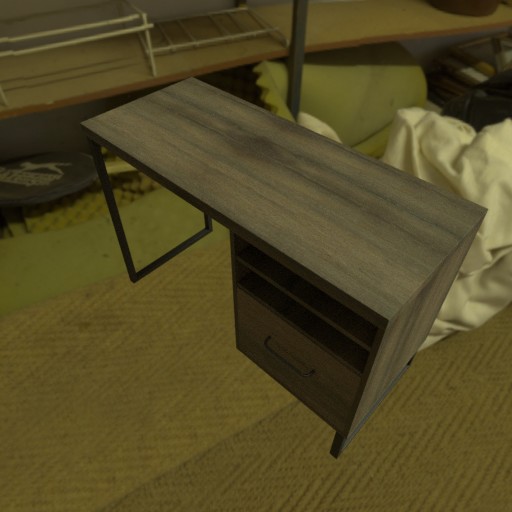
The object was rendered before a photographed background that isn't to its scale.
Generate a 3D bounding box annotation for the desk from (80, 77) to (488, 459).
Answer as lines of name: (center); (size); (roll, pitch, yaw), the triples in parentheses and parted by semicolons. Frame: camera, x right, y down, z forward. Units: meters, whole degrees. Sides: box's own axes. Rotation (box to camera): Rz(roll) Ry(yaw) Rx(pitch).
desk: (0.000, 0.000, 1.528); (1.134, 0.752, 0.511); (34, 54, 29)
